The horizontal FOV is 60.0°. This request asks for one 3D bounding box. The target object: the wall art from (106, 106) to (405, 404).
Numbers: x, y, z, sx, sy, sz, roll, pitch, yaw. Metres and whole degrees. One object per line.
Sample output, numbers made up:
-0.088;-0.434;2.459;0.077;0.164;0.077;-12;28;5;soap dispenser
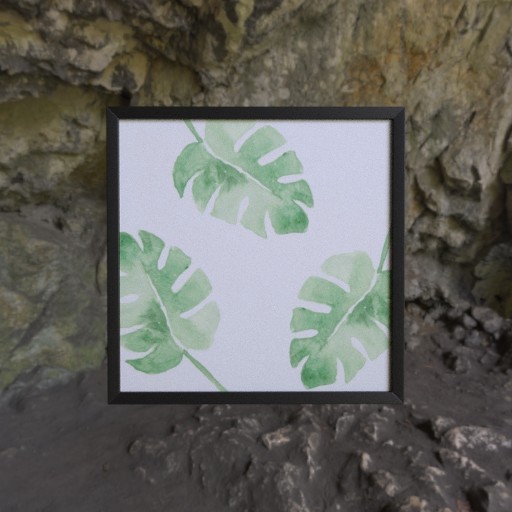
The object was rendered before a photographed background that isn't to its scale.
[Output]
0.000;0.000;1.157;0.765;0.765;0.038;0;1;0;wall art
